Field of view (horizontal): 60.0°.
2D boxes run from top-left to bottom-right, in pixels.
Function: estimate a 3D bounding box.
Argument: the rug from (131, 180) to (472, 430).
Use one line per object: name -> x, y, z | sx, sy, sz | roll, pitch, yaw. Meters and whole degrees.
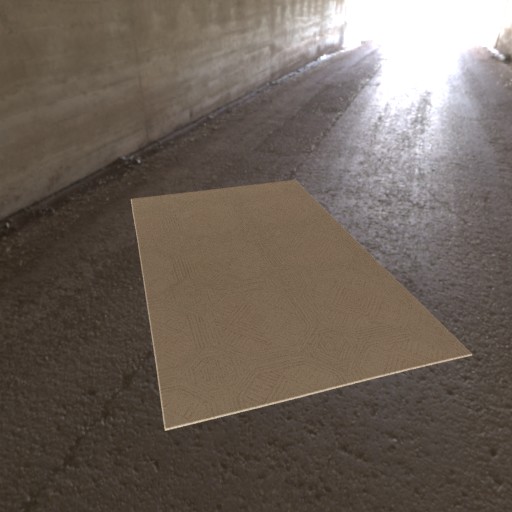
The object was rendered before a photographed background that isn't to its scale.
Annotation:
rug -> 0.000, 0.000, 3.021 | 1.524, 0.008, 2.440 | -9, 32, -14
